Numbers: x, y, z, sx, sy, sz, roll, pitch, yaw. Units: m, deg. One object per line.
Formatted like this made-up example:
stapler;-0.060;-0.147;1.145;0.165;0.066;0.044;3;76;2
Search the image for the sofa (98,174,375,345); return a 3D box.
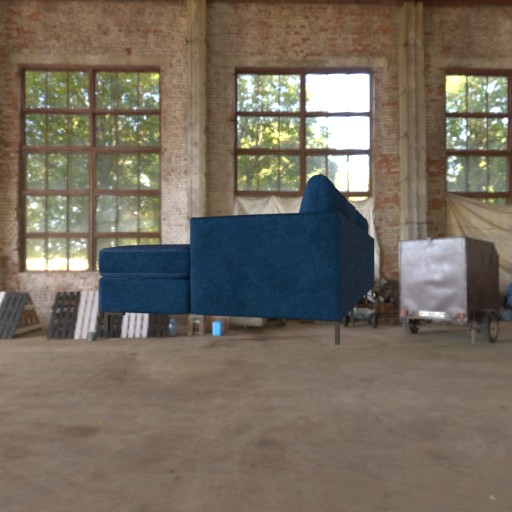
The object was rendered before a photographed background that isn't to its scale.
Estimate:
sofa;0.000;0.000;4.312;2.055;0.992;3.434;0;0;18
